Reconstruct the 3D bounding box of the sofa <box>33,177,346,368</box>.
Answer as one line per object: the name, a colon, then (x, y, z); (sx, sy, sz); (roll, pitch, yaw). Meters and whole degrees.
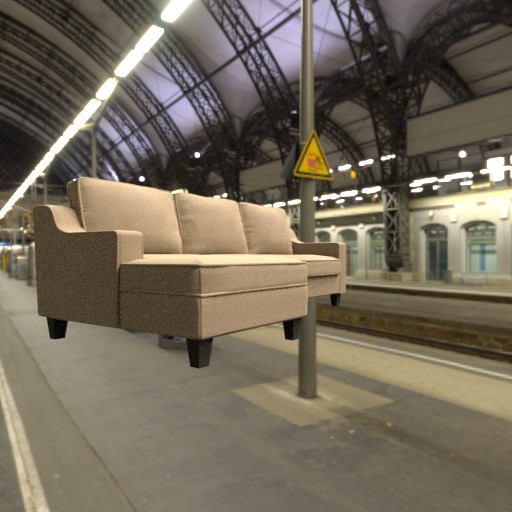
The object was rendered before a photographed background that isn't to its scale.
sofa: (0.000, 0.000, 3.174); (1.294, 0.928, 2.561); (0, 0, 36)
